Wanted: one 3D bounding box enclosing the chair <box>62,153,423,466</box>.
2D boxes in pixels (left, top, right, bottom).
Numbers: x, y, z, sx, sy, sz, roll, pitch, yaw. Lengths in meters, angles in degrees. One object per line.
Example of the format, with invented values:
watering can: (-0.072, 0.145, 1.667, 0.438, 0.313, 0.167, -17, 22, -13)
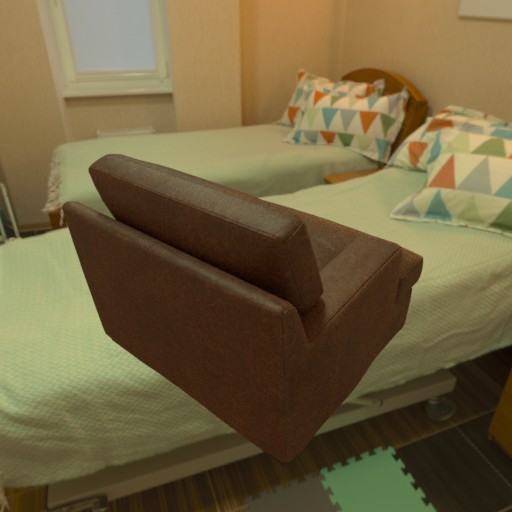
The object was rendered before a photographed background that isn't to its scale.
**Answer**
chair: (0.000, 0.000, 1.982, 1.168, 0.939, 1.143, 23, 38, 33)
